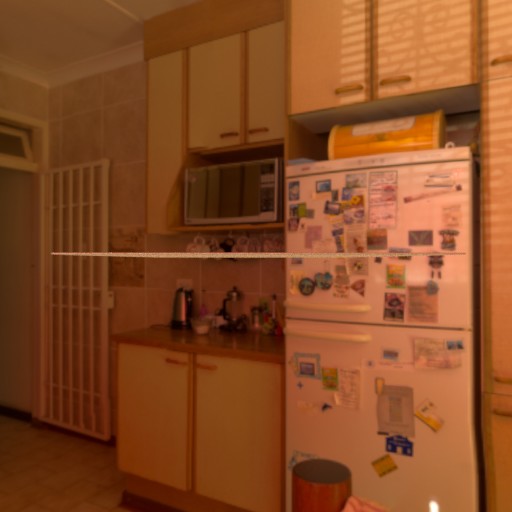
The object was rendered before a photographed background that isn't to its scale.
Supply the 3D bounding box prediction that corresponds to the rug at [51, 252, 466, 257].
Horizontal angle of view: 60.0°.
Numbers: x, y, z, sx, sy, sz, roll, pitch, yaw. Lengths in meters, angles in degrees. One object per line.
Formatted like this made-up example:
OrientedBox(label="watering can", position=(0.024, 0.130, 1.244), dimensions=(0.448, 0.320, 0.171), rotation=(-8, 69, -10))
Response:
OrientedBox(label="rug", position=(0.000, 0.000, 4.112), dimensions=(2.434, 0.013, 3.057), rotation=(0, -1, -1))
